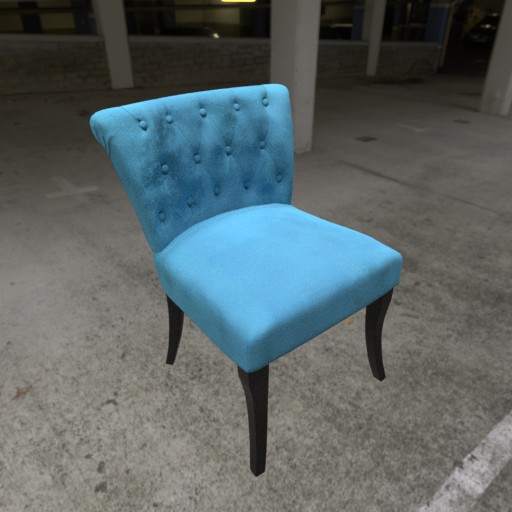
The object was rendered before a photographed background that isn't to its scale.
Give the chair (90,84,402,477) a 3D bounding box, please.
[{"bbox_3d":[0.000,0.000,1.175,0.582,0.750,0.605,-23,38,-33],"label":"chair"}]
